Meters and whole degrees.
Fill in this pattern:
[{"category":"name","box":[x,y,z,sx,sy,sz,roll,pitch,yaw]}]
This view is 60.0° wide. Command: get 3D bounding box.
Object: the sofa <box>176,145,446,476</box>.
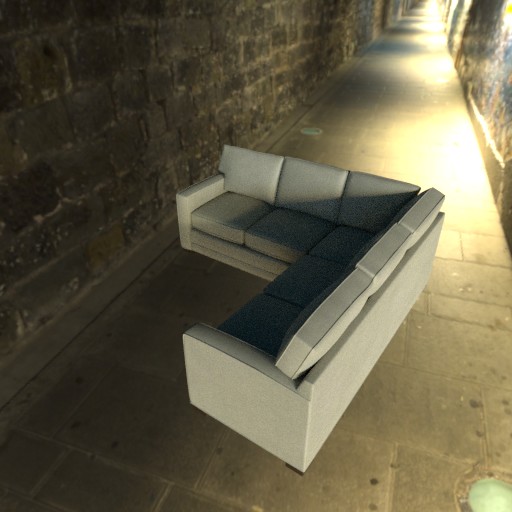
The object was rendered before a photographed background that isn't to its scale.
[{"category":"sofa","box":[0.000,0.000,3.408,2.188,0.936,2.211,20,37,29]}]
